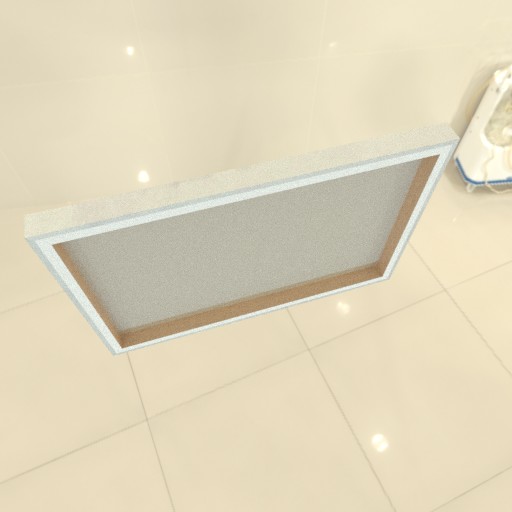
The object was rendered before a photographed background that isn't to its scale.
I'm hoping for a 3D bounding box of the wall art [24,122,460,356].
[{"bbox_3d":[0.000,0.000,0.776,0.609,0.407,0.038,-14,58,-9],"label":"wall art"}]
